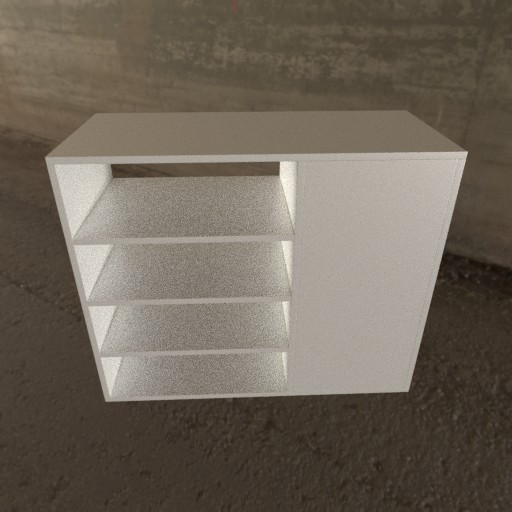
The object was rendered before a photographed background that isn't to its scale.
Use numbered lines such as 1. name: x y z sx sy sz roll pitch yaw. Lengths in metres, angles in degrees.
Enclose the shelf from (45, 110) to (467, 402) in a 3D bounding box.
1. shelf: 0.000 0.000 1.293 0.895 0.732 0.396 -1 31 -2
